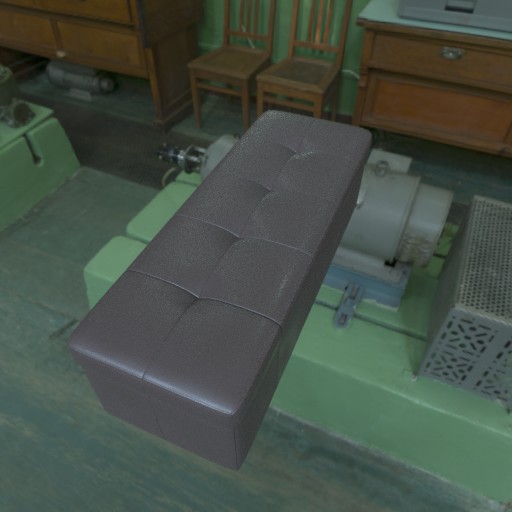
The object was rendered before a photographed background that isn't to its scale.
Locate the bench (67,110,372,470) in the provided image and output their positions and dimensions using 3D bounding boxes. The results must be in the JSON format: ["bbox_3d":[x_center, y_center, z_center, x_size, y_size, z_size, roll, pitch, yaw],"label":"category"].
[{"bbox_3d":[0.000,0.000,1.462,0.450,0.417,1.219,17,48,16],"label":"bench"}]
